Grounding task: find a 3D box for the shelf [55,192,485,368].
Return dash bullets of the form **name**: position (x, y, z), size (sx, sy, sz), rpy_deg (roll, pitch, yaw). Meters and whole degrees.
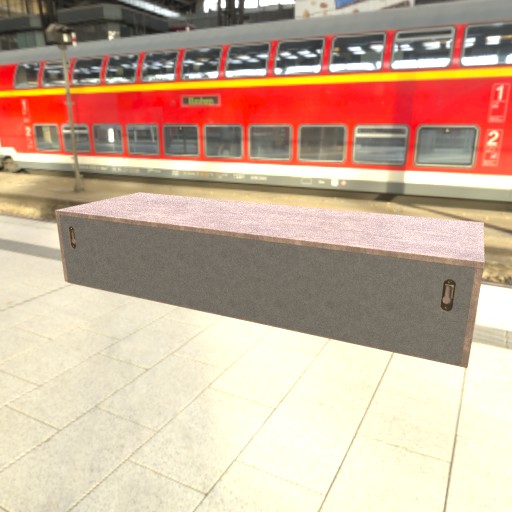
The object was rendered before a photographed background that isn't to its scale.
- **shelf**: position (0.000, 0.000, 0.678), size (0.610, 0.125, 0.200), rpy_deg (8, 19, 25)
